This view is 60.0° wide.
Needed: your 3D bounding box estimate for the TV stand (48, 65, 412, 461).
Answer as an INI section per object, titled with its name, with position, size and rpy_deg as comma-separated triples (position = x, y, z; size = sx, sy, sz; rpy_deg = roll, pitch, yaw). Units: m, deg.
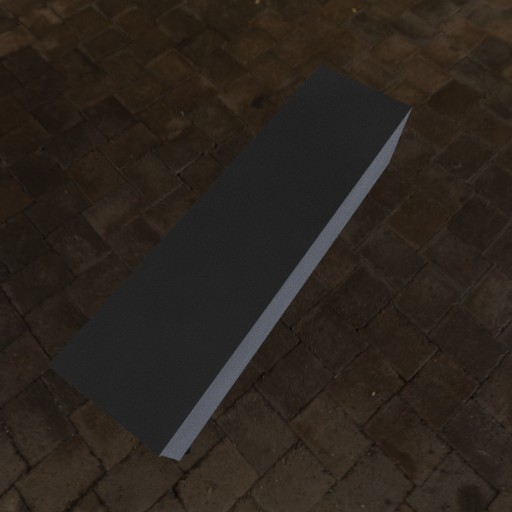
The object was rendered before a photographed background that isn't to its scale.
[TV stand]
position = 0.000, 0.000, 1.638
size = 0.400, 0.560, 1.400
rpy_deg = 32, 67, 15
